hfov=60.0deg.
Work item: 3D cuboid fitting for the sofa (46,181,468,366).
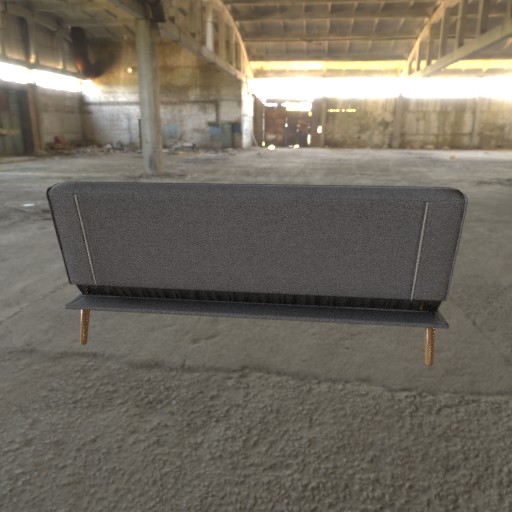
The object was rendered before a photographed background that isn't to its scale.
[{"bbox_3d":[0.000,0.000,2.364,1.820,0.830,0.810,2,16,7],"label":"sofa"}]
